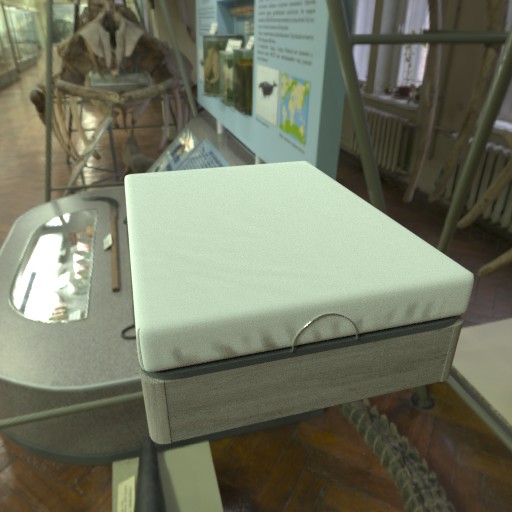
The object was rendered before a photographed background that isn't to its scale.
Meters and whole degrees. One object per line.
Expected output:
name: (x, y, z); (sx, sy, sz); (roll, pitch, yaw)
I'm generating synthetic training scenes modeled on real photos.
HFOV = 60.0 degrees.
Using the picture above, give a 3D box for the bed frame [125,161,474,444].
bed frame: (0.000, 0.000, 2.581); (1.400, 0.561, 1.900); (-7, 28, -14)
